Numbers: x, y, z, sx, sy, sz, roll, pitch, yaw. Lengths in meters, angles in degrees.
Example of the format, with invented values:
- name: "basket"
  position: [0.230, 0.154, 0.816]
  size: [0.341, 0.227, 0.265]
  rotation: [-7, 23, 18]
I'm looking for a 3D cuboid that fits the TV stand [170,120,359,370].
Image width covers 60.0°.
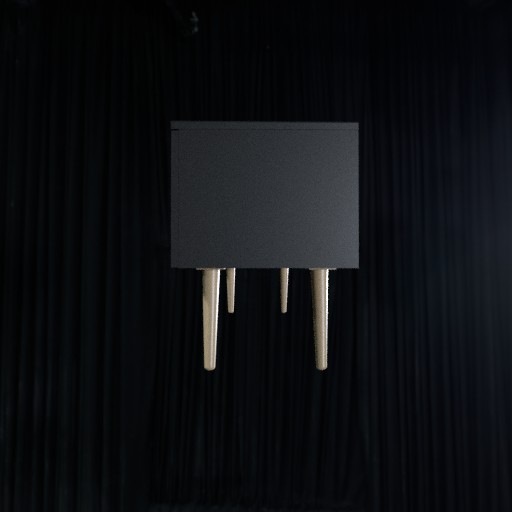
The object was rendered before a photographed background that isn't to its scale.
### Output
- name: "TV stand"
  position: [0.000, 0.000, 1.531]
  size: [0.390, 0.518, 1.312]
  rotation: [0, -1, -1]
